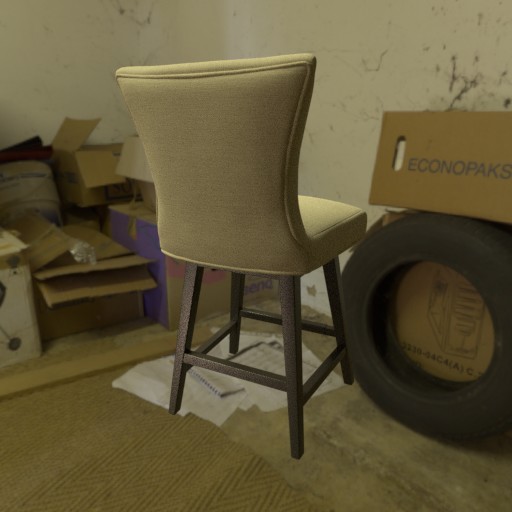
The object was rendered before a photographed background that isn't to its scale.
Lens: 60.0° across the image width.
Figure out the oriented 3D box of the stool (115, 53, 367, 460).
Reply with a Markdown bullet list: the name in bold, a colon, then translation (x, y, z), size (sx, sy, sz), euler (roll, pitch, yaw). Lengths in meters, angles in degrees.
- **stool**: translation (0.000, 0.000, 1.292), size (0.514, 1.000, 0.574), euler (8, 18, 26)
